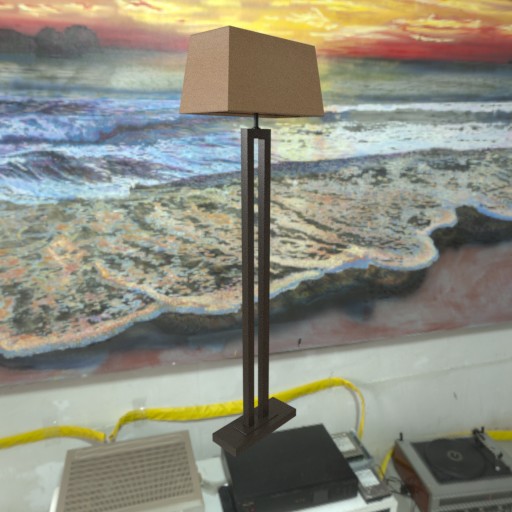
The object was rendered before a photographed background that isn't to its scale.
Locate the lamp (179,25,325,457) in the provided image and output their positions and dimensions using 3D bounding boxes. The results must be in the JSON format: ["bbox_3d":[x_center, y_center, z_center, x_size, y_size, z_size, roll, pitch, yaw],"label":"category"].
[{"bbox_3d":[0.000,0.000,1.641,0.233,1.469,0.475,14,20,42],"label":"lamp"}]
